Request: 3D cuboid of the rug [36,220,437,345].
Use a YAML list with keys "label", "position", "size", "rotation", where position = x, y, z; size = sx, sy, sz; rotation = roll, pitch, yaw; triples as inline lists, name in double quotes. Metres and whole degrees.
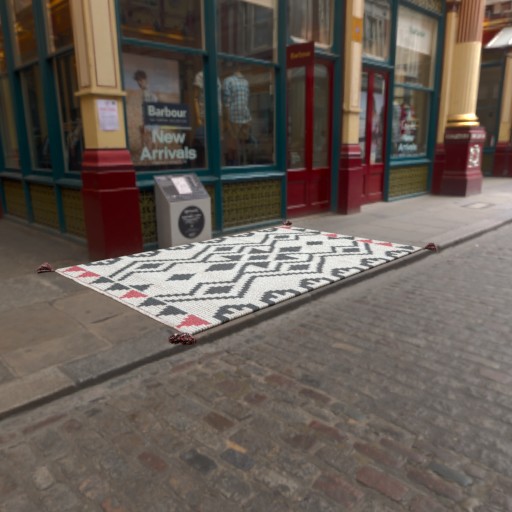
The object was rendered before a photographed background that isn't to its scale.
- label: "rug"
  position: [0.000, 0.000, 3.383]
  size: [1.741, 0.066, 2.672]
  rotation: [13, 19, 43]
